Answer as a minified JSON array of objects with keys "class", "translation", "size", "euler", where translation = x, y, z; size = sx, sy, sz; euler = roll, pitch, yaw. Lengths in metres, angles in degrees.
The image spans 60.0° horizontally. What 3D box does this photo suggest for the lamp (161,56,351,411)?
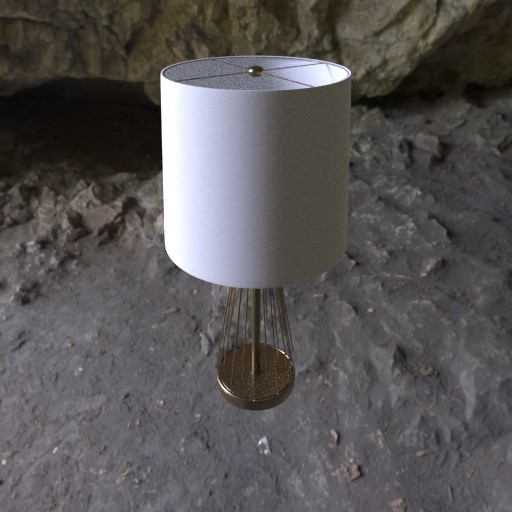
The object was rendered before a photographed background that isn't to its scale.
[{"class":"lamp","translation":[0.000,0.000,0.773],"size":[0.303,0.618,0.303],"euler":[0,32,0]}]
